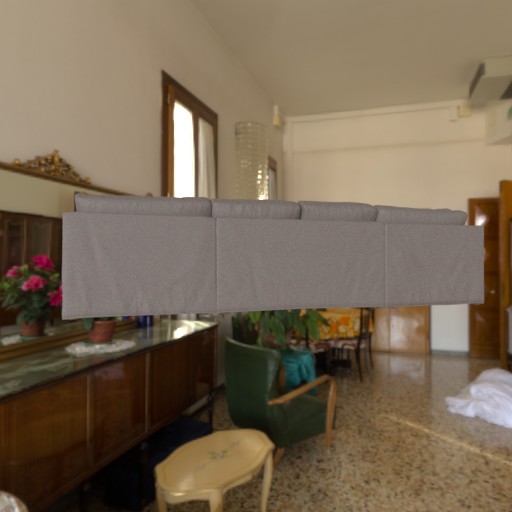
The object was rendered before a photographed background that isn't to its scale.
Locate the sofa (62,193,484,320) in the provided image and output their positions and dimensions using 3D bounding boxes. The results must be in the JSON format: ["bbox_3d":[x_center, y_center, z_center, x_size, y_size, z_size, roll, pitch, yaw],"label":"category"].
[{"bbox_3d":[0.000,0.000,4.510,3.460,0.882,2.427,0,-1,-18],"label":"sofa"}]
